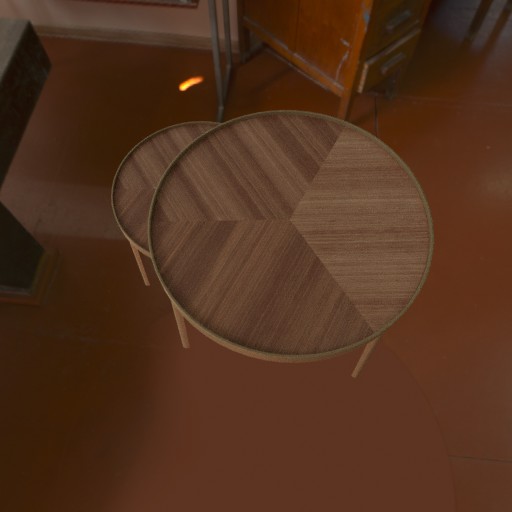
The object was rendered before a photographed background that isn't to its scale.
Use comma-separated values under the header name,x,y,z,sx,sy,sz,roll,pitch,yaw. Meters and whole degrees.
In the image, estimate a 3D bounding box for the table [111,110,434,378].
name,x,y,z,sx,sy,sz,roll,pitch,yaw
table,0.000,0.000,1.103,0.751,0.555,0.532,37,69,16
